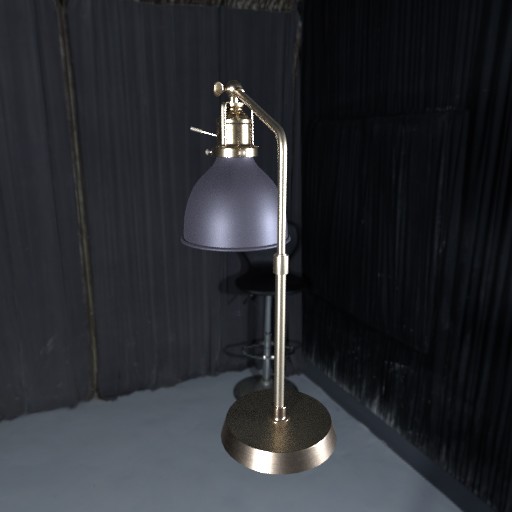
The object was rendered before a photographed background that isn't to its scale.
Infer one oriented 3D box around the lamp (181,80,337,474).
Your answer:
[{"bbox_3d":[0.000,0.000,0.595,0.160,0.456,0.291,-7,16,-26],"label":"lamp"}]
